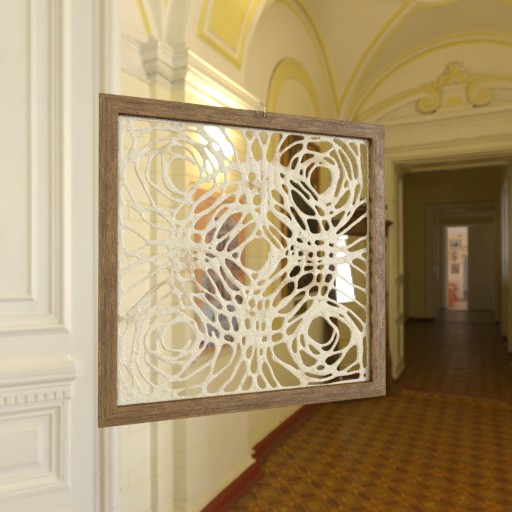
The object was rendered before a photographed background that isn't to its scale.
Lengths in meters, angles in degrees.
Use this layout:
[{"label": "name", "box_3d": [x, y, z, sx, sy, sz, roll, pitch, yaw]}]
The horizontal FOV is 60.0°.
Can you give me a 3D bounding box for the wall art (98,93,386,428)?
[{"label": "wall art", "box_3d": [0.000, 0.000, 0.837, 0.561, 0.576, 0.021, 0, -1, -19]}]
